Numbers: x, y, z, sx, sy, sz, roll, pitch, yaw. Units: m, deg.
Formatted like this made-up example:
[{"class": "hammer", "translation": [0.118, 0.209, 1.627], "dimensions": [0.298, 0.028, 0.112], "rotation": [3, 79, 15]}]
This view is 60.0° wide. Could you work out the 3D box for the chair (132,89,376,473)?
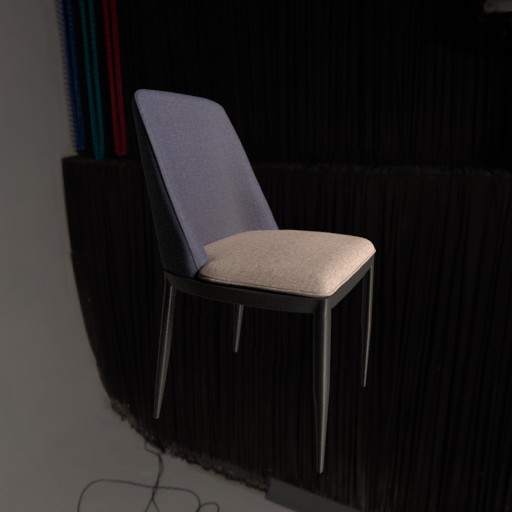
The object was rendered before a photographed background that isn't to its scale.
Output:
[{"class": "chair", "translation": [0.000, 0.000, 1.174], "dimensions": [0.551, 0.839, 0.480], "rotation": [7, 16, 26]}]
